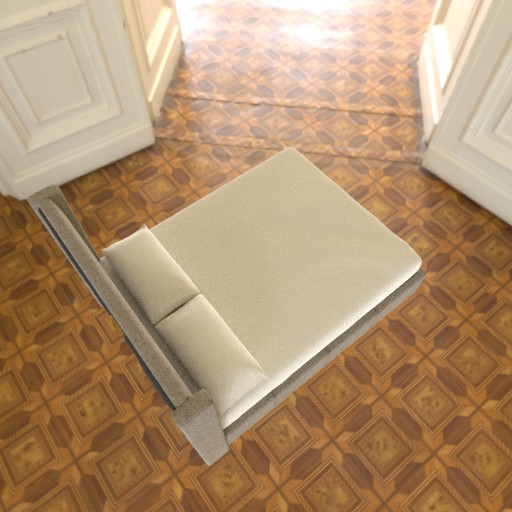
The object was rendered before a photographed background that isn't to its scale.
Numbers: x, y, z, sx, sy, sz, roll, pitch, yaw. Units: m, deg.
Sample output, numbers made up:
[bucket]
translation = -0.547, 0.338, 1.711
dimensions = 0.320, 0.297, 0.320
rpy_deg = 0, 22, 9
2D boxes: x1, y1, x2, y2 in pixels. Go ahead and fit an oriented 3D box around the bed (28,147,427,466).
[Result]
[bed]
translation = 0.000, 0.000, 3.345
dimensions = 2.245, 1.481, 1.714
rpy_deg = -34, 64, -19
